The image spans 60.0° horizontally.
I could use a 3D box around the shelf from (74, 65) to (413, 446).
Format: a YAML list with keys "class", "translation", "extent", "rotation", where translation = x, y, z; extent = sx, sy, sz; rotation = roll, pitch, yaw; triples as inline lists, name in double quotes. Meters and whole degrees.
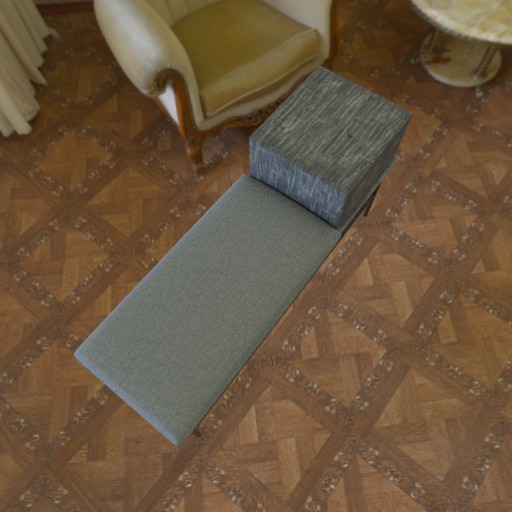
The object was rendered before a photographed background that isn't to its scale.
- class: "shelf"
  translation: [0.000, 0.000, 1.669]
  extent: [0.457, 0.633, 1.342]
  rotation: [34, 68, 16]
